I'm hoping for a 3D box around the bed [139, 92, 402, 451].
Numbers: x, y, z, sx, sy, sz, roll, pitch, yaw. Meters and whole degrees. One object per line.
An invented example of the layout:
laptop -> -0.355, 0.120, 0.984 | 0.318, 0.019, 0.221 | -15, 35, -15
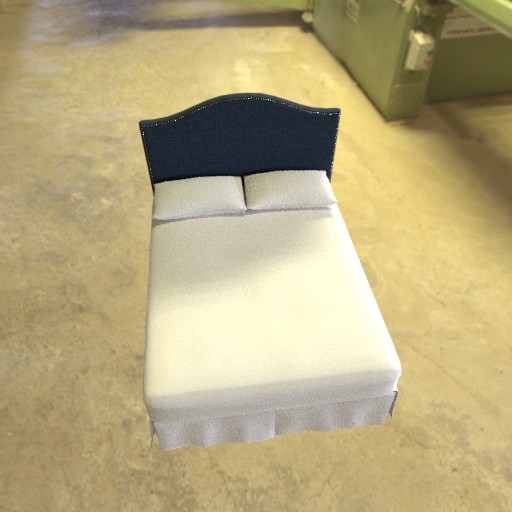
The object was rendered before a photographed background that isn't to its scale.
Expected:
bed -> 0.000, 0.000, 3.279 | 1.713, 1.518, 2.153 | -5, 46, -5
